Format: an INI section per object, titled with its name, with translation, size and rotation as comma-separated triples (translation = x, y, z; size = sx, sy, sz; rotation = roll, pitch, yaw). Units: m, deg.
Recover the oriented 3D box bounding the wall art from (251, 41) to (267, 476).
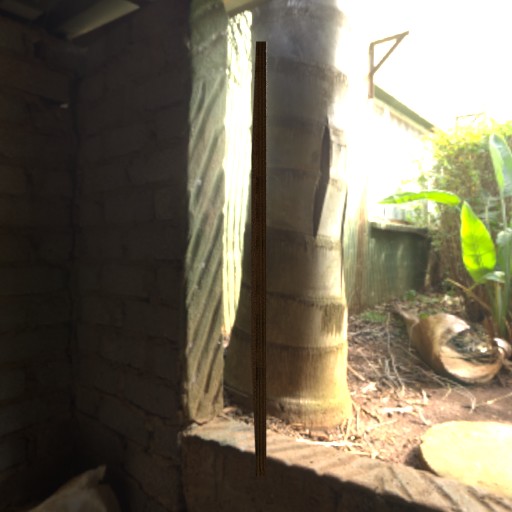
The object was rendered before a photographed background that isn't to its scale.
[wall art]
translation = 0.000, 0.000, 0.669
size = 0.010, 0.408, 0.508
rotation = 0, 1, -1
